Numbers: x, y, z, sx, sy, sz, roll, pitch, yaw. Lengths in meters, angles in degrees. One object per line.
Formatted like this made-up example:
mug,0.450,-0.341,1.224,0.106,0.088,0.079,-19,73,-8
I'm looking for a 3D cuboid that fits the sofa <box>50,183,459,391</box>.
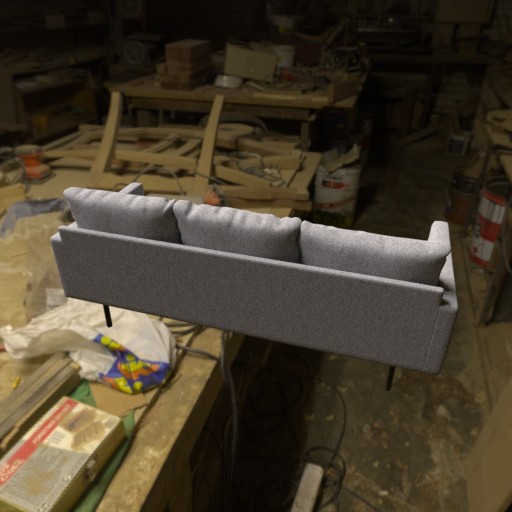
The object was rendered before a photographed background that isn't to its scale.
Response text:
sofa,0.000,0.000,2.471,2.000,0.830,0.850,9,32,15
